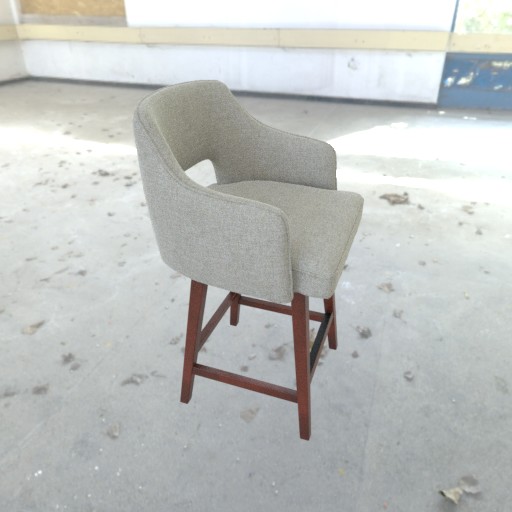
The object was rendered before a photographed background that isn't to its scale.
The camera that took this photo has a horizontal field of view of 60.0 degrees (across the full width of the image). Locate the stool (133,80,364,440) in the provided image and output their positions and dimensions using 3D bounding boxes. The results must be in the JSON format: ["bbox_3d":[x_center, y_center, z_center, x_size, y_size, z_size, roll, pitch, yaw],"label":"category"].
[{"bbox_3d":[0.000,0.000,1.349,0.558,0.944,0.599,10,32,17],"label":"stool"}]
